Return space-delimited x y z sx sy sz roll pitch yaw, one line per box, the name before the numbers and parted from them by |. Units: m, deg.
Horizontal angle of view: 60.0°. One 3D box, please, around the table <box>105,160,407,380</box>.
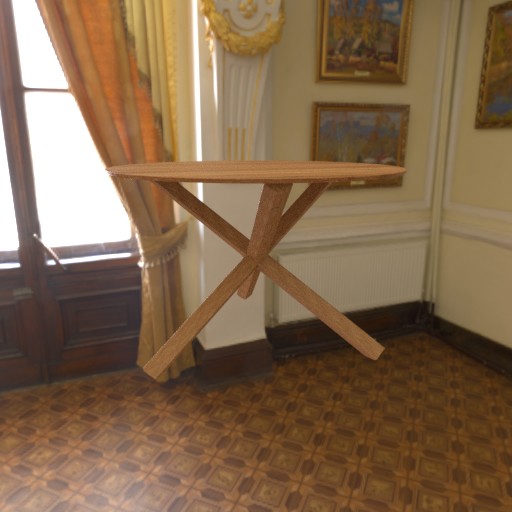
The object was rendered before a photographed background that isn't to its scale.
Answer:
table | 0.000 0.000 1.683 1.038 0.666 1.038 0 15 0
